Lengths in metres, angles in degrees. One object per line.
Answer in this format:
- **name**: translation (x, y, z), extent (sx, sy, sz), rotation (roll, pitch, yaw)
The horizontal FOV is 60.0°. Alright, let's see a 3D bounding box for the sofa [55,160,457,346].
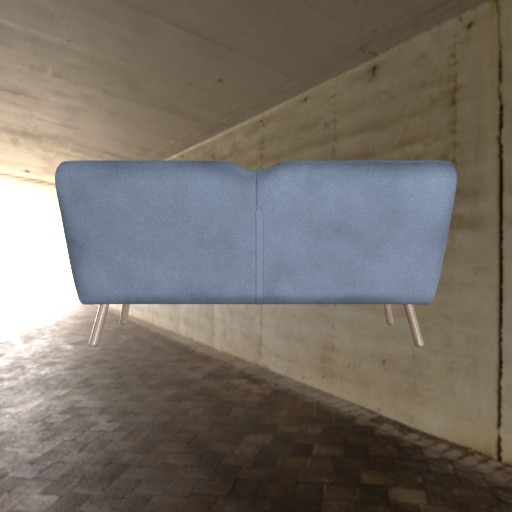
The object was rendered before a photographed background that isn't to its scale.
- **sofa**: translation (0.000, 0.000, 2.246), extent (1.870, 0.810, 0.850), rotation (0, 0, 0)
